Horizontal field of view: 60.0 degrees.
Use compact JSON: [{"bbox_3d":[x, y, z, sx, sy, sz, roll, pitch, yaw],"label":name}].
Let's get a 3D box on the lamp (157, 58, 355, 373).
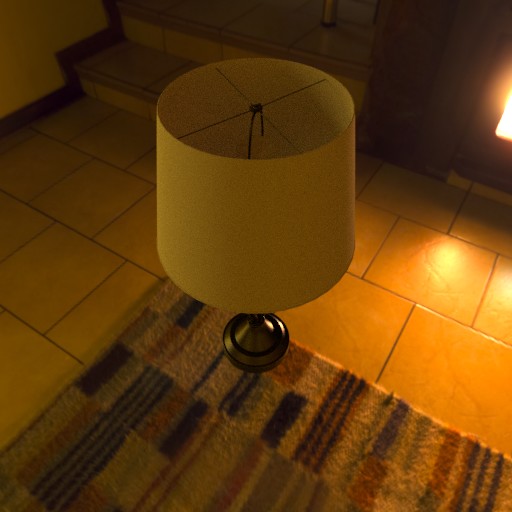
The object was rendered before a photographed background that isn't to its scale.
[{"bbox_3d":[0.000,0.000,0.790,0.331,0.594,0.331,0,48,0],"label":"lamp"}]
